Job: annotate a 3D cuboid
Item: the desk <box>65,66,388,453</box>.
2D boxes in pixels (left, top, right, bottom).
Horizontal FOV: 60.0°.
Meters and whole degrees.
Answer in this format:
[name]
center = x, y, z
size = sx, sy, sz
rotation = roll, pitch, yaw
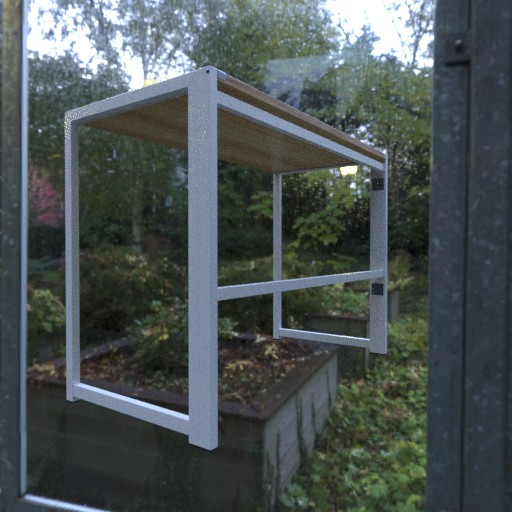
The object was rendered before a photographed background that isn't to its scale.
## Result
[desk]
center = 0.000, 0.000, 1.429
size = 0.508, 0.762, 1.016
rotation = 1, 1, 36
